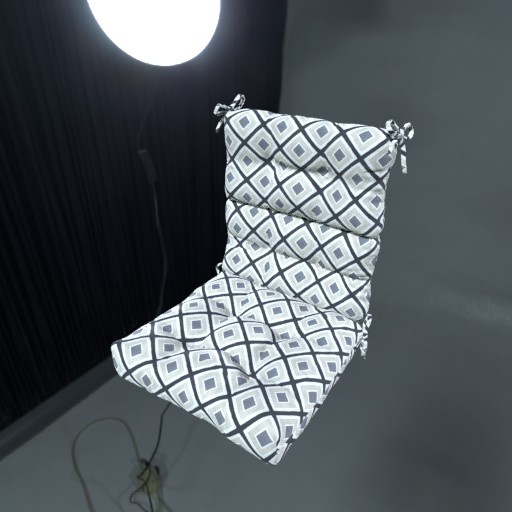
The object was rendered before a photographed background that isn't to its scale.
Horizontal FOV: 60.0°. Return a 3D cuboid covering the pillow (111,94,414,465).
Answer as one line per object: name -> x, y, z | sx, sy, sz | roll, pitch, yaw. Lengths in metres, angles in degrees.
pillow -> 0.000, 0.000, 1.037 | 0.519, 0.605, 0.571 | 19, 35, 29
